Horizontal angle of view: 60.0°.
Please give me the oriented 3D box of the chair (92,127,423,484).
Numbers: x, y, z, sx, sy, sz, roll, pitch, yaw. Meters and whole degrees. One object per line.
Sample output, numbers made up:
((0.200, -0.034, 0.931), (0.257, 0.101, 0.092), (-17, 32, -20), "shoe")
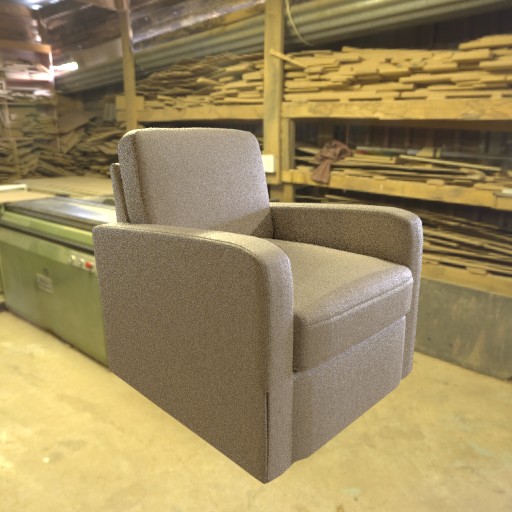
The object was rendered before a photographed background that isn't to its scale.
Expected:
((0.000, 0.000, 1.471), (0.888, 0.827, 0.755), (14, 21, 43), "chair")
